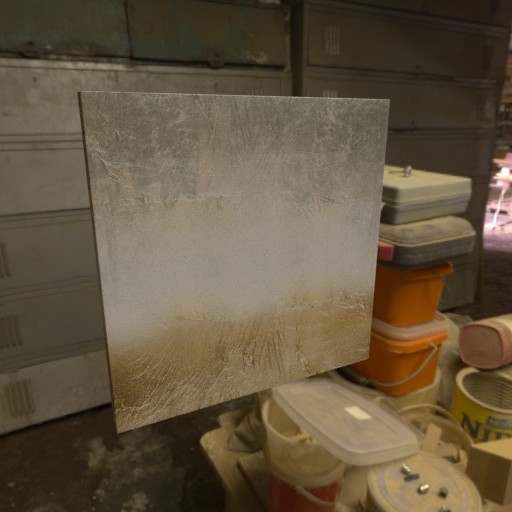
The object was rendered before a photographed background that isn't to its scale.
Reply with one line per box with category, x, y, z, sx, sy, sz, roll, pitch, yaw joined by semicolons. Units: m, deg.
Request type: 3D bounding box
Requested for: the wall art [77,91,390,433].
wall art;0.000;0.000;0.900;0.610;0.610;0.038;-8;19;-26
